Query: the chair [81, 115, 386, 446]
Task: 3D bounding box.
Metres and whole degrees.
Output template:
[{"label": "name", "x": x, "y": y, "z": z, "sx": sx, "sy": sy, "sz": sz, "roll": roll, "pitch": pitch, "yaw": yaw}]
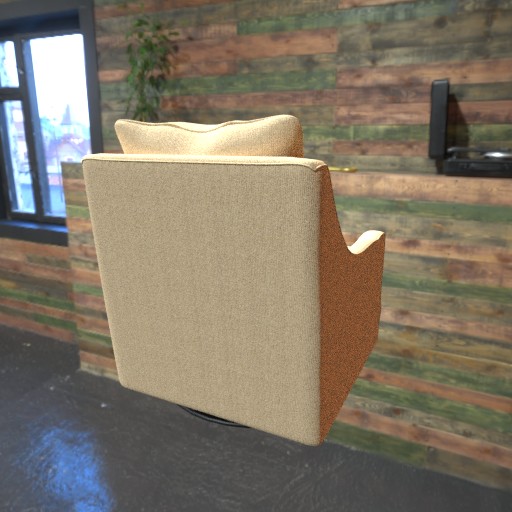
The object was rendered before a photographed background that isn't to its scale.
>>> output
[{"label": "chair", "x": 0.000, "y": 0.000, "z": 1.596, "sx": 0.760, "sy": 0.927, "sz": 0.876, "roll": 7, "pitch": 16, "yaw": 26}]
